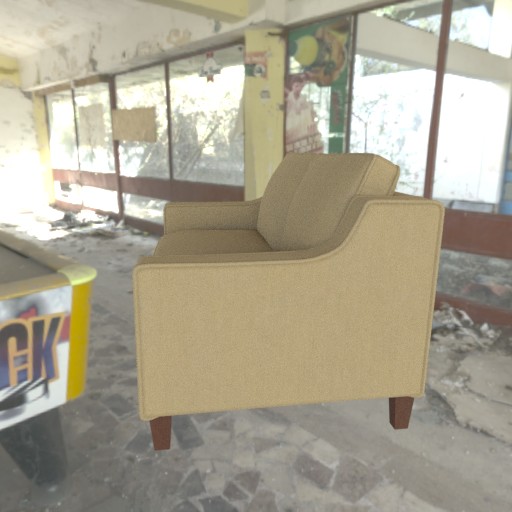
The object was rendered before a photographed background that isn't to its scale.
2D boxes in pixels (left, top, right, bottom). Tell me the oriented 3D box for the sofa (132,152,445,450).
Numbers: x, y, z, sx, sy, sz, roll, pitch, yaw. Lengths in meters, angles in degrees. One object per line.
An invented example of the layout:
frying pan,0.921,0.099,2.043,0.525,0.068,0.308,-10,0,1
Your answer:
sofa,0.000,0.000,2.108,0.987,0.971,1.501,-2,14,-7
